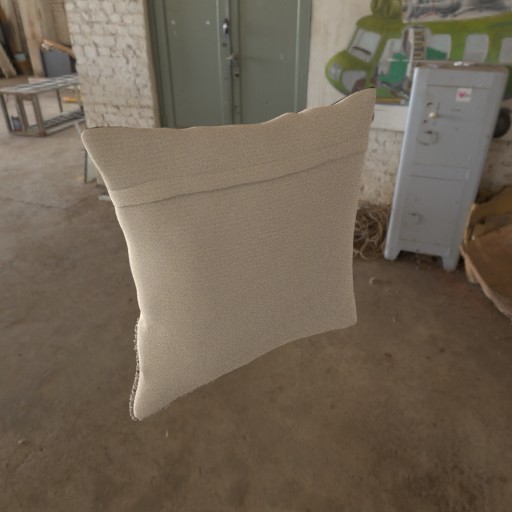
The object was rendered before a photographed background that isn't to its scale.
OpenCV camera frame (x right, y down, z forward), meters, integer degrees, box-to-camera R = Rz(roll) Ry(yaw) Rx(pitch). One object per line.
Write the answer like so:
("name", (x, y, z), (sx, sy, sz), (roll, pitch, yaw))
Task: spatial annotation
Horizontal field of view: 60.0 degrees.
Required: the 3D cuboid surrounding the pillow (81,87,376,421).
("pillow", (0.000, 0.000, 0.712), (0.475, 0.473, 0.178), (-18, 34, -28))
